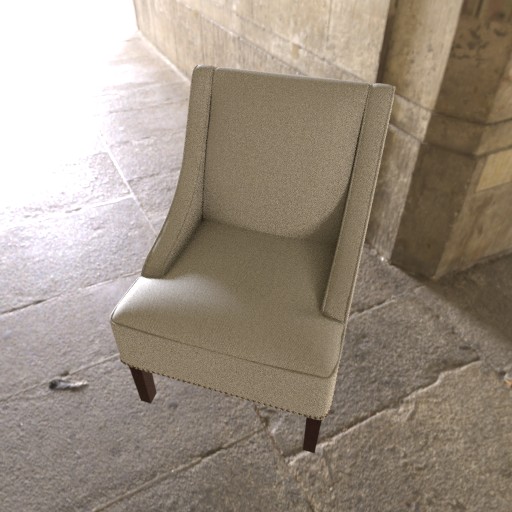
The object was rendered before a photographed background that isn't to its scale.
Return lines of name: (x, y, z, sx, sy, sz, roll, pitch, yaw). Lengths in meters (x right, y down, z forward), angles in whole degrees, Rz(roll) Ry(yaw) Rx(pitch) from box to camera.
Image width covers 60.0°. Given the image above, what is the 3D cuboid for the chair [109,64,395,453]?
chair: (0.000, 0.000, 1.366, 0.628, 0.872, 0.748, 12, 42, 13)
